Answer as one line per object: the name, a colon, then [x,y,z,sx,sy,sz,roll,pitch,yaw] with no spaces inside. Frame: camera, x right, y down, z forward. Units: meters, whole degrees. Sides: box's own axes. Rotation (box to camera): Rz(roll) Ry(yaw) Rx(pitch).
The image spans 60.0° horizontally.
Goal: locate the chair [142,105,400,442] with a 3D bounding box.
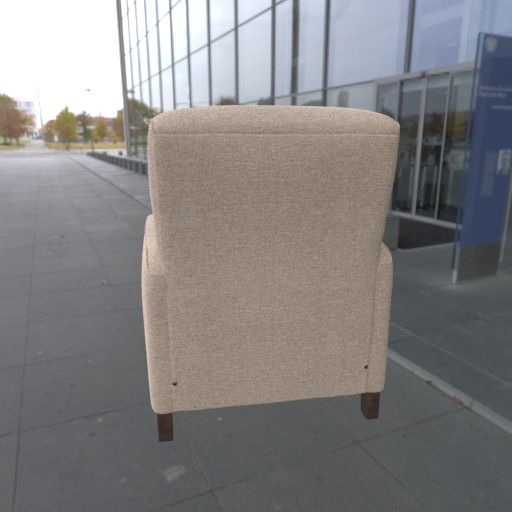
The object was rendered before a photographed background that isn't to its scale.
chair: [0.000,0.000,1.674,0.841,1.028,0.858,-3,15,-10]
